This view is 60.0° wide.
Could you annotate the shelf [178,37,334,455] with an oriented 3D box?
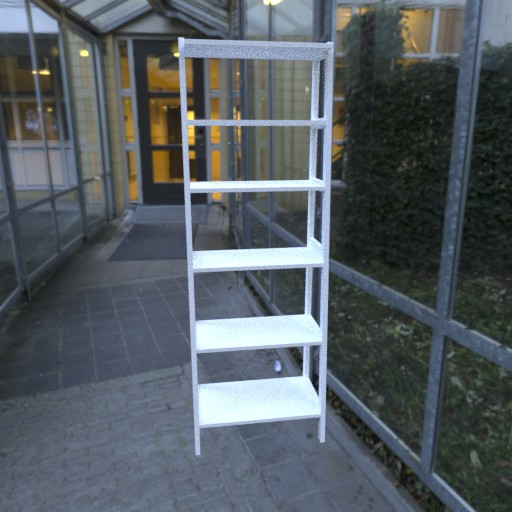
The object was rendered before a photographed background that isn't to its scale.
[{"bbox_3d":[0.000,0.000,2.144,0.660,1.892,0.381,-2,16,-8],"label":"shelf"}]
